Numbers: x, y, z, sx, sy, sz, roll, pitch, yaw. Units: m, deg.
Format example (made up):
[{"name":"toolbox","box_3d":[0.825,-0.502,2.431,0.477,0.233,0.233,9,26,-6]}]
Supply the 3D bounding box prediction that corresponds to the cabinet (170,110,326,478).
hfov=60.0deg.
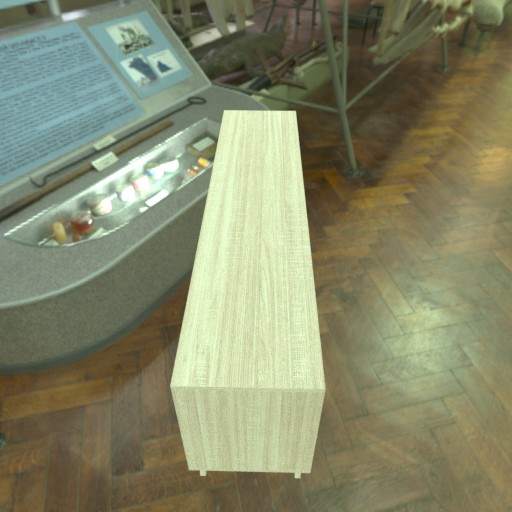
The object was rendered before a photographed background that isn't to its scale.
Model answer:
[{"name":"cabinet","box_3d":[0.000,0.000,2.512,0.500,0.780,2.200,1,41,1]}]
